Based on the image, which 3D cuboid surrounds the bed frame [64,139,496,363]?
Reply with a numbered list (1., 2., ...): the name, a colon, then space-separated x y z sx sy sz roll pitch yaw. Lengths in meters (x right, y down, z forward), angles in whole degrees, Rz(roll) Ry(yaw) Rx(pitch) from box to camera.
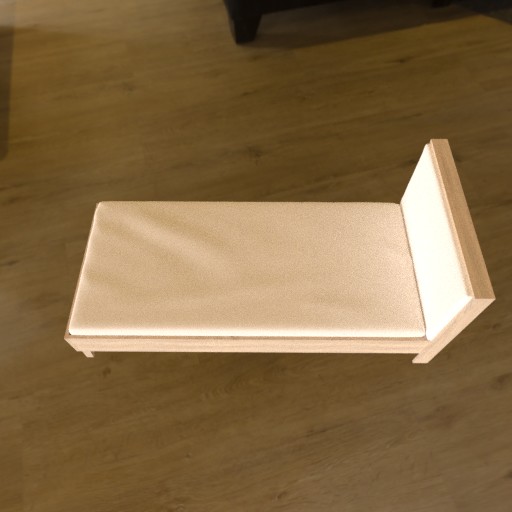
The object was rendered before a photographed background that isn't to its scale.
1. bed frame: 0.000 0.000 2.627 2.140 0.920 0.990 0 59 0
